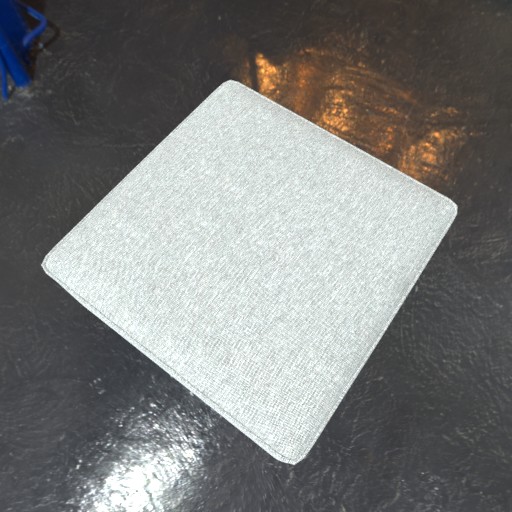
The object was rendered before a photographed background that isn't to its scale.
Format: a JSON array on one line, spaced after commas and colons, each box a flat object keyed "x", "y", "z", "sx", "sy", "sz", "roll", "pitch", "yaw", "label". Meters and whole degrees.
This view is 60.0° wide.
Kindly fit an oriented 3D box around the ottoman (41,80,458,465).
[{"x": 0.000, "y": 0.000, "z": 1.609, "sx": 1.005, "sy": 0.455, "sz": 1.005, "roll": 34, "pitch": 70, "yaw": 14, "label": "ottoman"}]
